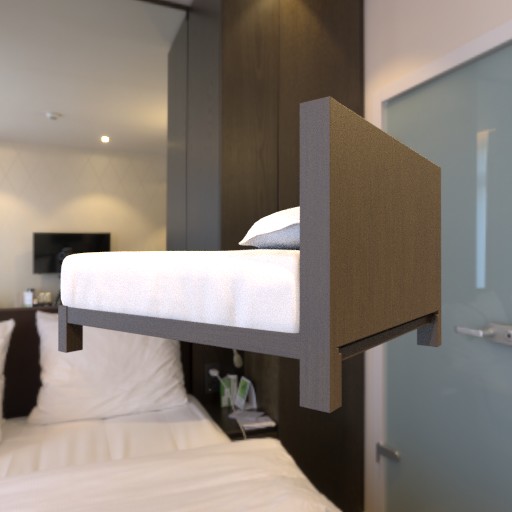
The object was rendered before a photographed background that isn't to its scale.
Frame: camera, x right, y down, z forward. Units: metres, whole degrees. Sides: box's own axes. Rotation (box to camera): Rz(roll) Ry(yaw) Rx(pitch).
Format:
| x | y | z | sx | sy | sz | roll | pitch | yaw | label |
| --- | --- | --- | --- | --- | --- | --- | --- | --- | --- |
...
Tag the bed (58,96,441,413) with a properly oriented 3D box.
| x | y | z | sx | sy | sz | roll | pitch | yaw | label |
| --- | --- | --- | --- | --- | --- | --- | --- | --- | --- |
| 0.000 | 0.000 | 3.041 | 1.992 | 1.261 | 1.735 | 0 | 0 | 36 | bed |
